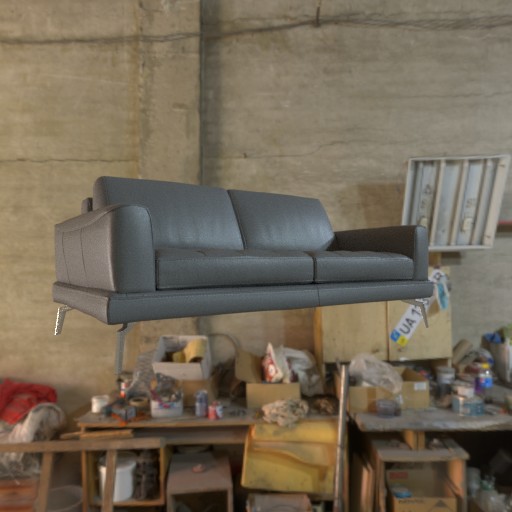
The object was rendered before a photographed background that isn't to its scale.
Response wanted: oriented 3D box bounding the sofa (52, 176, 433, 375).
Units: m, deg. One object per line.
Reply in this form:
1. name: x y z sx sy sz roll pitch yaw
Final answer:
1. sofa: 0.000 0.000 2.748 2.177 0.930 1.121 0 -1 -35
